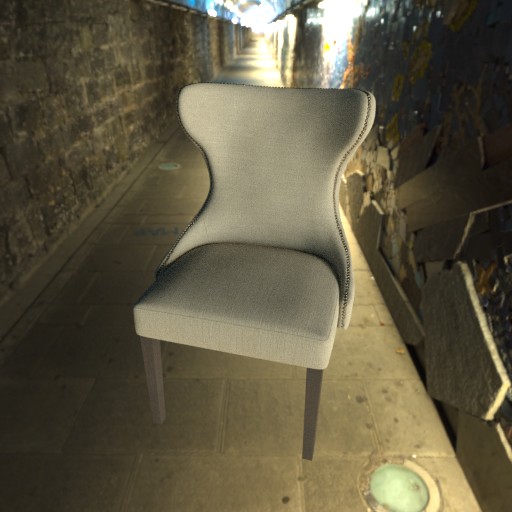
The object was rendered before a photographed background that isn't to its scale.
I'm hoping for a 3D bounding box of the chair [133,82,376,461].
[{"bbox_3d":[0.000,0.000,1.393,0.628,0.967,0.635,7,28,14],"label":"chair"}]
